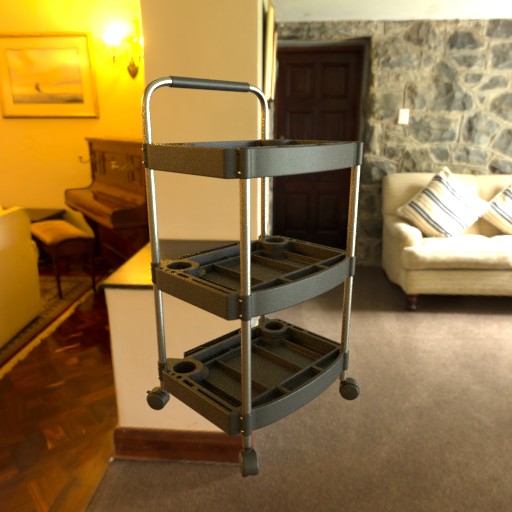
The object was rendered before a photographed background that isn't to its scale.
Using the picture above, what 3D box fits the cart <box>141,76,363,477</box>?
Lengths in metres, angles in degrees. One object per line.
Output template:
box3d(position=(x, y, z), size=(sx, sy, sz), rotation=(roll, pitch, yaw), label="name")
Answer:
box3d(position=(0.000, 0.000, 1.413), size=(0.518, 1.075, 0.584), rotation=(16, 23, 42), label="cart")
